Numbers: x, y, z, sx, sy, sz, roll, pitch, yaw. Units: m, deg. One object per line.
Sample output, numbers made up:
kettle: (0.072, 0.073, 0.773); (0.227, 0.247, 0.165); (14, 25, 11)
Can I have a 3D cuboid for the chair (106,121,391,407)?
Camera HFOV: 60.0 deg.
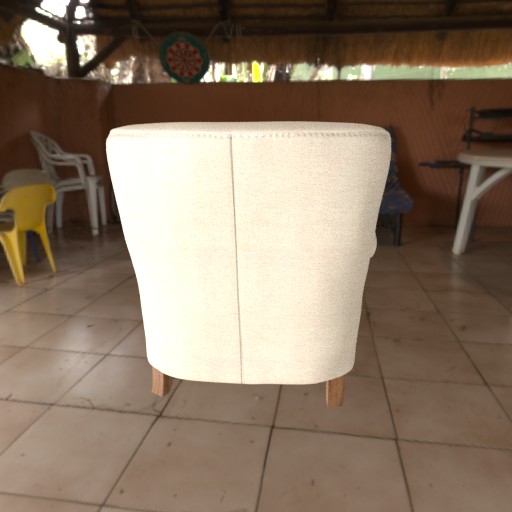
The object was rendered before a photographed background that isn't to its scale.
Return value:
chair: (0.000, 0.000, 1.672); (0.861, 0.936, 0.921); (2, 14, 8)
